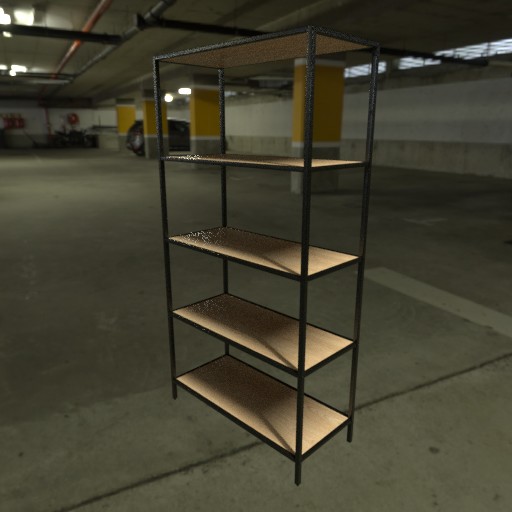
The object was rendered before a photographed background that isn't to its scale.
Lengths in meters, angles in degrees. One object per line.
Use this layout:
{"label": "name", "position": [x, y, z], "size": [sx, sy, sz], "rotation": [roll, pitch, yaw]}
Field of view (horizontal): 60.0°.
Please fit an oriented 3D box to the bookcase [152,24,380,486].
{"label": "bookcase", "position": [0.000, 0.000, 1.757], "size": [0.770, 1.500, 0.350], "rotation": [15, 22, 43]}
